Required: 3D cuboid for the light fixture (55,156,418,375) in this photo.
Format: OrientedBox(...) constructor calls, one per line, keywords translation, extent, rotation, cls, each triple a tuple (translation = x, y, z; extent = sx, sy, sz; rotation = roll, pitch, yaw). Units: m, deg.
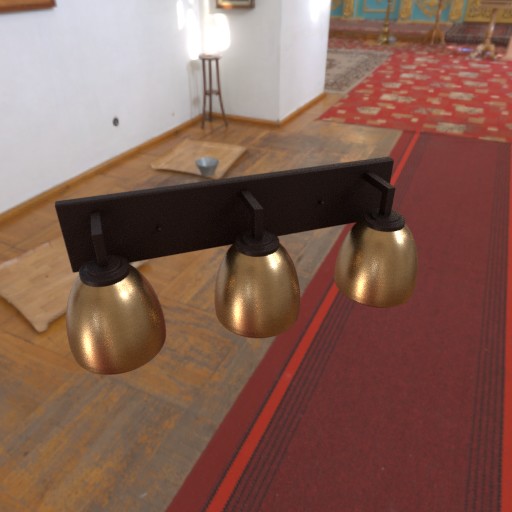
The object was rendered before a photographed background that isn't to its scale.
OrientedBox(translation=(0.000, 0.000, 0.688), extent=(0.582, 0.204, 0.157), rotation=(-11, 34, -16), cls="light fixture")
